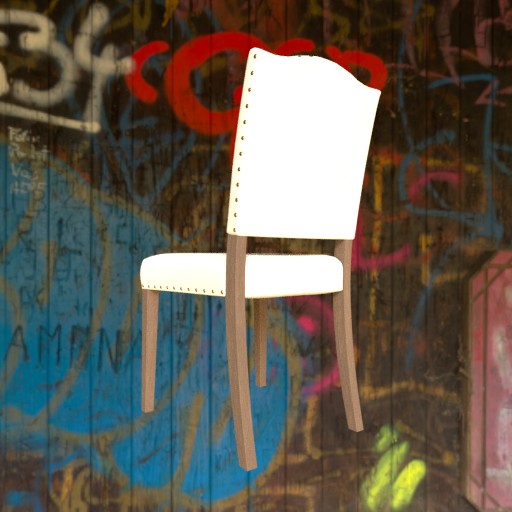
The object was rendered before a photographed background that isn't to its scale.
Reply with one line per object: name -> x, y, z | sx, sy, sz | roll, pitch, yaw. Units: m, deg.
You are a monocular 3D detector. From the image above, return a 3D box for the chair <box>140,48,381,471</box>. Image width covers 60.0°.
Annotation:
chair -> 0.000, 0.000, 1.367 | 0.508, 1.015, 0.619 | 0, 0, -37
